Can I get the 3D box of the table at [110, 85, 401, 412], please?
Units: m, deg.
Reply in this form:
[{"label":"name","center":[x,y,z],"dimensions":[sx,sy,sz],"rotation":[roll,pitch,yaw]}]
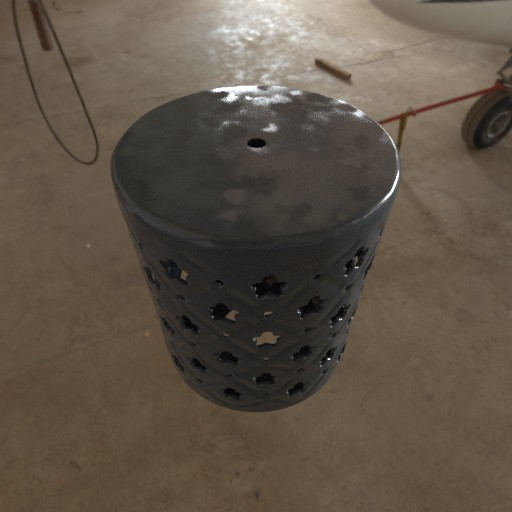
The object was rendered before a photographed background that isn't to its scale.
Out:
[{"label":"table","center":[0.000,0.000,0.673],"dimensions":[0.352,0.387,0.352],"rotation":[0,45,0]}]
